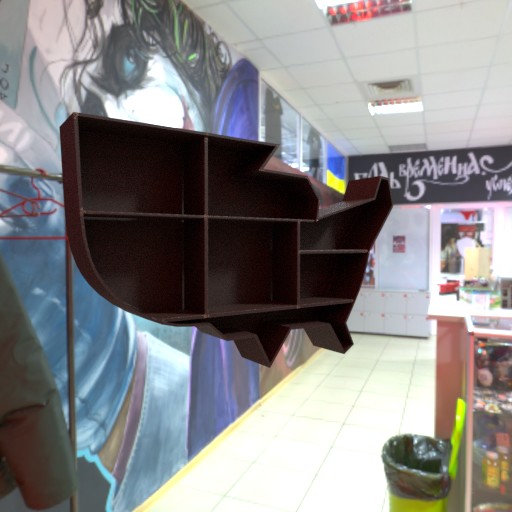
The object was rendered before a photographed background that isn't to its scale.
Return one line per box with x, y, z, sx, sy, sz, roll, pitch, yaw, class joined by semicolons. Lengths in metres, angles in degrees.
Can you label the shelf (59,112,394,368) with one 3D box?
0.000;0.000;0.910;0.729;0.439;0.112;-1;2;-35;shelf
